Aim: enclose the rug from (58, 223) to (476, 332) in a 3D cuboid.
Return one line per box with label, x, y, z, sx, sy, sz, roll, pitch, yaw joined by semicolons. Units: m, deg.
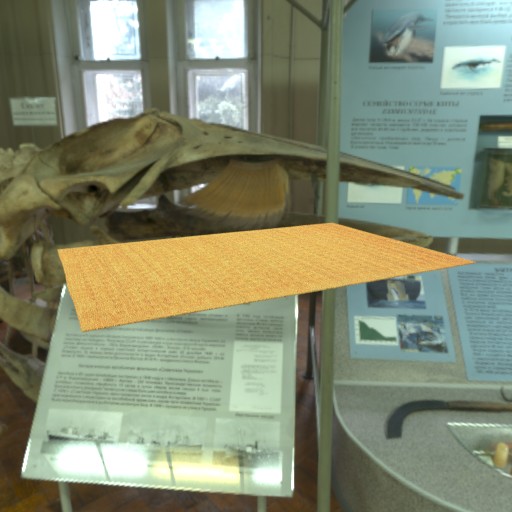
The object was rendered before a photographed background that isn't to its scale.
rug;0.000;0.000;2.198;1.747;0.006;1.143;-7;16;-26
